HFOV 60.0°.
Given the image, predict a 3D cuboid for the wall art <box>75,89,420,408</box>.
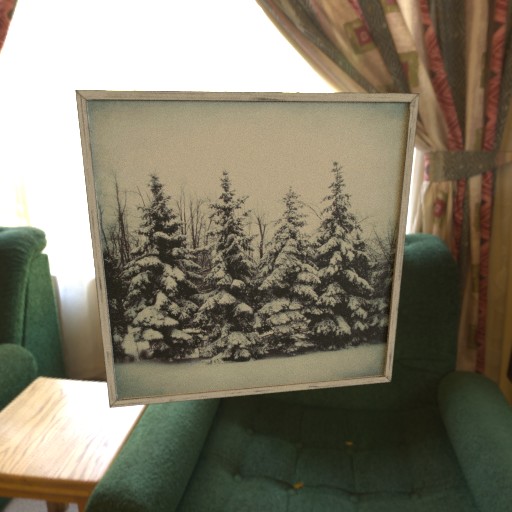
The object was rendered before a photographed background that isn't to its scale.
[{"bbox_3d":[0.000,0.000,1.094,0.761,0.761,0.037,-3,17,-9],"label":"wall art"}]
